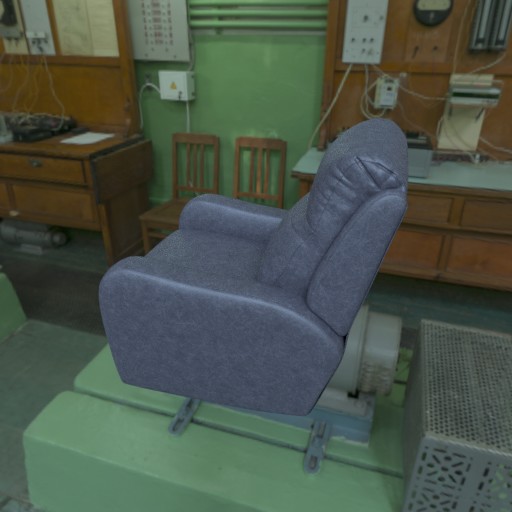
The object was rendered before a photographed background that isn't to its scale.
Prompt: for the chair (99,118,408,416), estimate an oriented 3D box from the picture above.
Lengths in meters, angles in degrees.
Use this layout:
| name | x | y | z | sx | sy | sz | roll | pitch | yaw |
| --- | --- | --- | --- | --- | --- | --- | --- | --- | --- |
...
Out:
| name | x | y | z | sx | sy | sz | roll | pitch | yaw |
| --- | --- | --- | --- | --- | --- | --- | --- | --- | --- |
| chair | 0.000 | 0.000 | 1.823 | 1.067 | 1.067 | 0.865 | 8 | 29 | 14 |
